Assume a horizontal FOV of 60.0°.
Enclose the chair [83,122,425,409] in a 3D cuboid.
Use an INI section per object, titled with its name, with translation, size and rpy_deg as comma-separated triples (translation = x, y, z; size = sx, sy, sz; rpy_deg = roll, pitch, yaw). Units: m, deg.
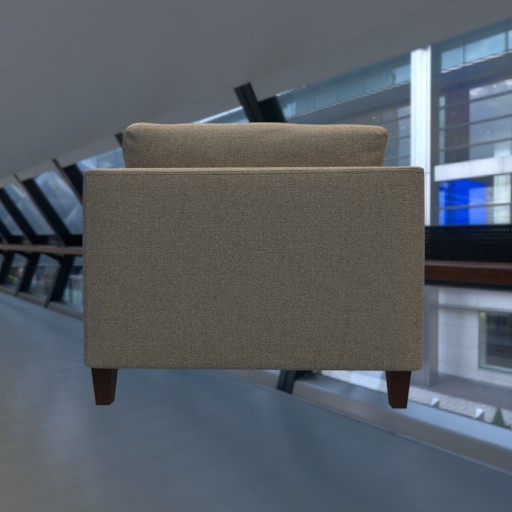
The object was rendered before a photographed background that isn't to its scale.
[chair]
translation = 0.000, 0.000, 1.856
size = 1.107, 0.961, 0.959
rpy_deg = 0, 1, 2
